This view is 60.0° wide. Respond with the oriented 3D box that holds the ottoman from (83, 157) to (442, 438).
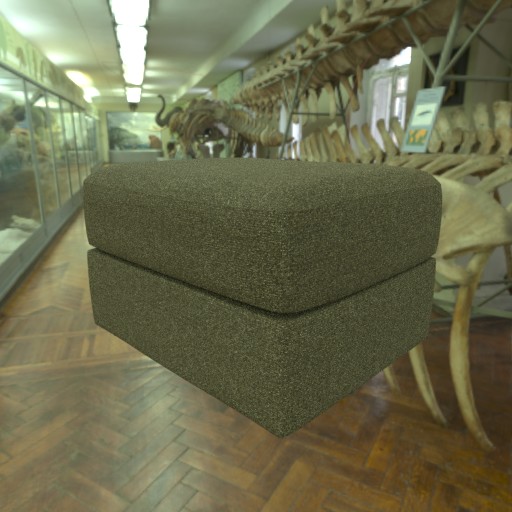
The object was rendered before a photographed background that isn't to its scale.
[{"bbox_3d":[0.000,0.000,1.142,0.742,0.476,0.598,15,21,43],"label":"ottoman"}]
